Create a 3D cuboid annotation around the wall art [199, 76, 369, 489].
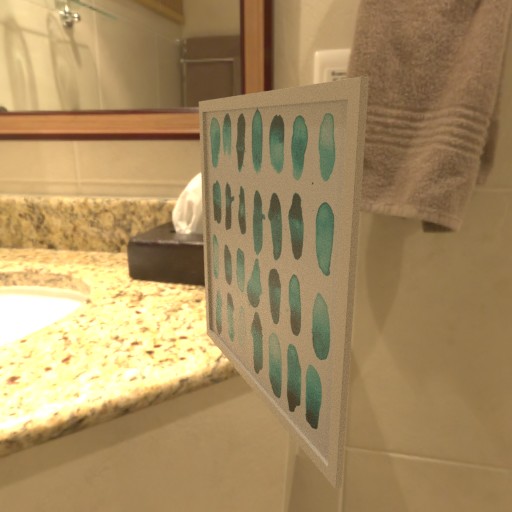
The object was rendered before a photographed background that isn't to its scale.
[{"bbox_3d":[0.000,0.000,0.662,0.009,0.457,0.456,-8,18,-25],"label":"wall art"}]
